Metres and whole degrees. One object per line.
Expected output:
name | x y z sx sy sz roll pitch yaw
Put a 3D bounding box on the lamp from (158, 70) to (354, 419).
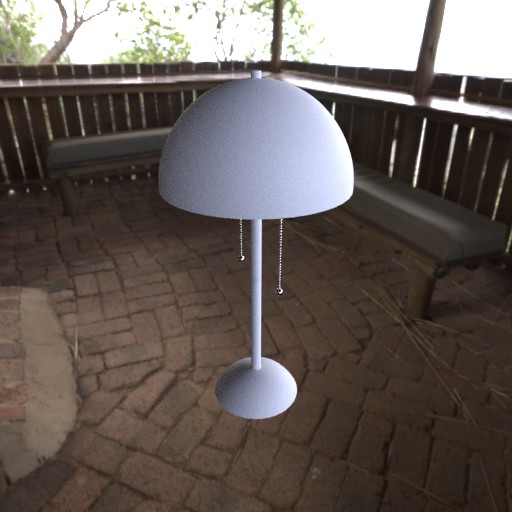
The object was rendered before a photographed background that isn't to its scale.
lamp | 0.000 0.000 0.428 0.171 0.330 0.171 0 26 0
